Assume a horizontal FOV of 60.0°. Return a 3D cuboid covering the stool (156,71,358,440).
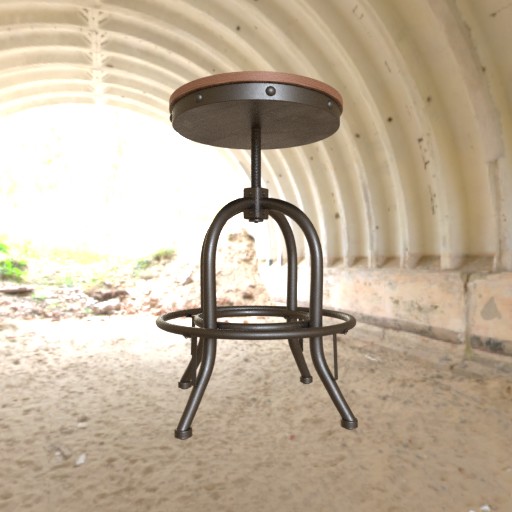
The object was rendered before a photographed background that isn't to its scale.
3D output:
[{"bbox_3d":[0.000,0.000,0.904,0.439,0.609,0.439,0,-1,36],"label":"stool"}]
